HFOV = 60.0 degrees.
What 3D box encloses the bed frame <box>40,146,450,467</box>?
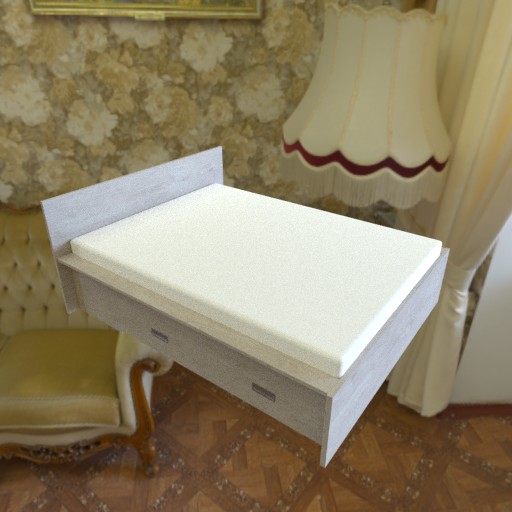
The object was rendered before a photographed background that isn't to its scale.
[{"bbox_3d":[0.000,0.000,2.854,1.960,0.800,1.622,19,34,32],"label":"bed frame"}]
